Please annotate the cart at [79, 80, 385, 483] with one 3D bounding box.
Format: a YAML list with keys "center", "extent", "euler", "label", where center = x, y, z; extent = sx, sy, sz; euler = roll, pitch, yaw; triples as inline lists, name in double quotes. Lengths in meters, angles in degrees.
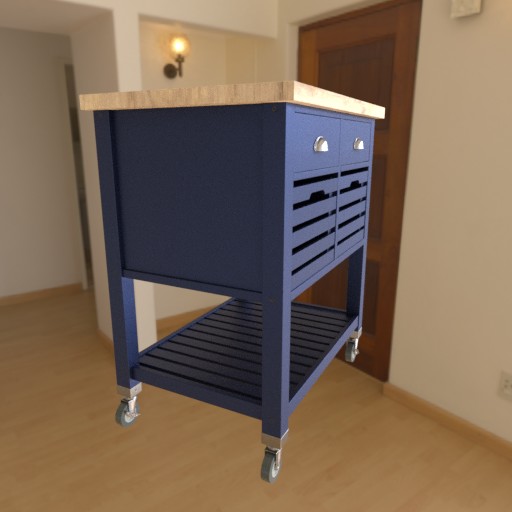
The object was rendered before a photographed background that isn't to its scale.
- center: [0.000, 0.000, 1.399]
  extent: [0.567, 0.920, 0.797]
  euler: [7, 16, 27]
  label: "cart"
